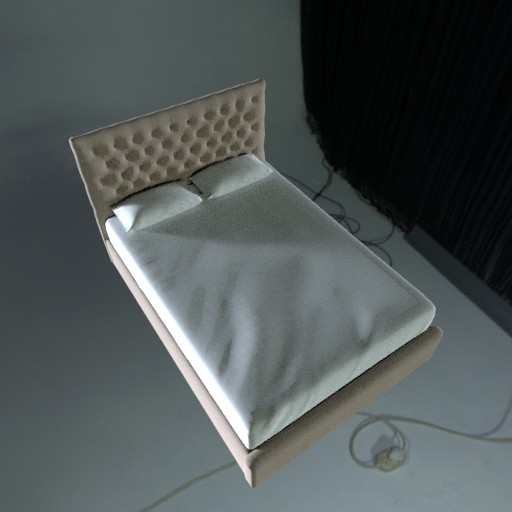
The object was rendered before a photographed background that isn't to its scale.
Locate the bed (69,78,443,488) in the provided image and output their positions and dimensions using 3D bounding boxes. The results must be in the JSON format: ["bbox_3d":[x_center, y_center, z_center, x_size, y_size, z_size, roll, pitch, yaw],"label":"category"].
[{"bbox_3d":[0.000,0.000,3.346,1.698,1.427,2.387,-26,52,-22],"label":"bed"}]
